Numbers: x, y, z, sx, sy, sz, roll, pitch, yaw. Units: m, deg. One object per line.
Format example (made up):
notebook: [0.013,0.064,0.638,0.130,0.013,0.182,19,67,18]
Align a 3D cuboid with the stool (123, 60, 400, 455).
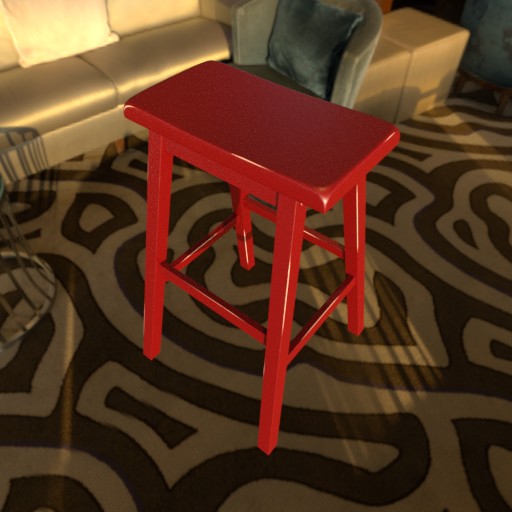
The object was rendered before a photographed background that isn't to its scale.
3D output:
stool: [0.000,0.000,1.050,0.457,0.737,0.476,30,53,25]
